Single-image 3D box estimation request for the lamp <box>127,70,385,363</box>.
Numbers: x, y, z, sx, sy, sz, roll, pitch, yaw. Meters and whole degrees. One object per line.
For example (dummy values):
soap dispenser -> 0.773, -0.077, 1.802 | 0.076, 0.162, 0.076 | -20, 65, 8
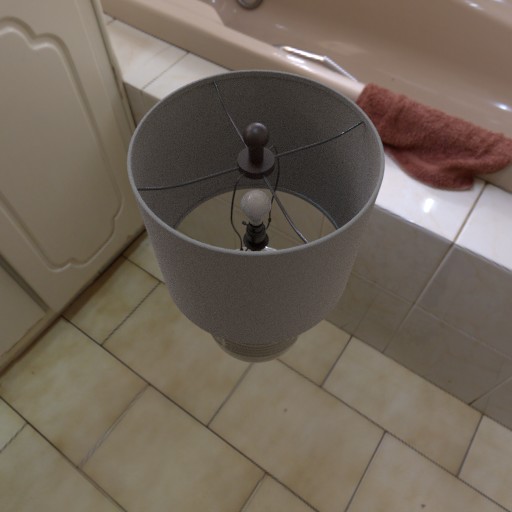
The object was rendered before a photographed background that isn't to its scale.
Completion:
lamp -> 0.000, 0.000, 0.761 | 0.318, 0.567, 0.318 | 0, 57, 0
